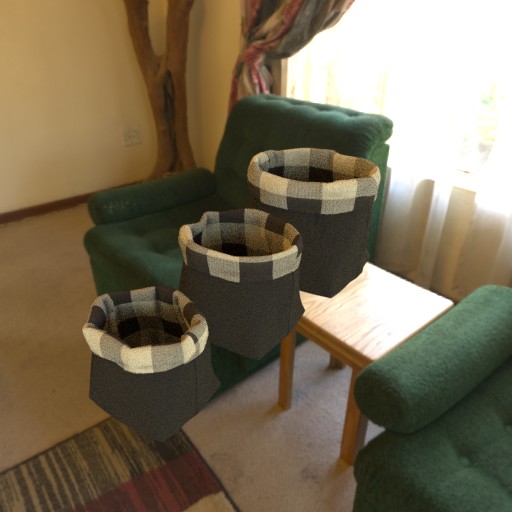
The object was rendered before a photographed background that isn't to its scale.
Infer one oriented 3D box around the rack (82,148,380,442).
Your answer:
[{"bbox_3d":[0.000,0.000,1.080,0.370,0.329,0.889,18,34,29],"label":"rack"}]
